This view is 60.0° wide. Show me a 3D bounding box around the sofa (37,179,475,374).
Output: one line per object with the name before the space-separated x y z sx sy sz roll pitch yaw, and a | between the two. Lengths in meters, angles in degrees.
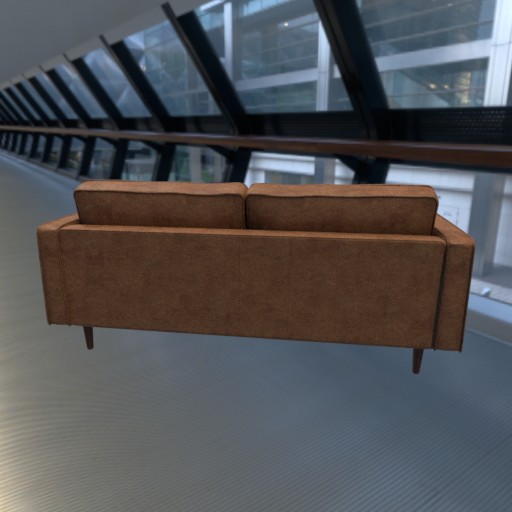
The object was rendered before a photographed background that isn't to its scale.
sofa | 0.000 0.000 2.349 1.920 0.825 0.924 2 15 8
